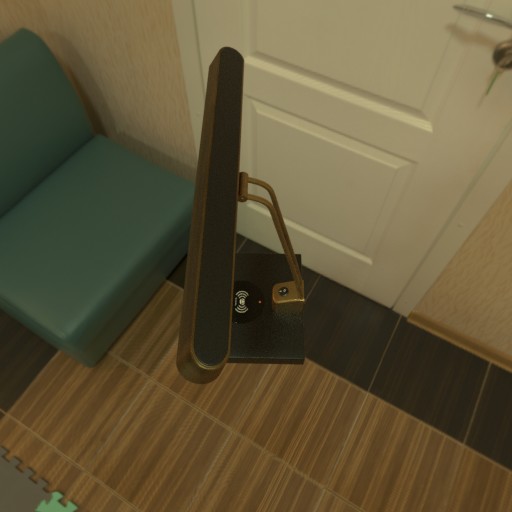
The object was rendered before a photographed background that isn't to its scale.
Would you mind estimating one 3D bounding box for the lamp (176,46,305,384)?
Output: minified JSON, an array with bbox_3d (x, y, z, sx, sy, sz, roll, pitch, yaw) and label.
[{"bbox_3d":[0.000,0.000,0.590,0.156,0.345,0.412,1,59,1],"label":"lamp"}]
